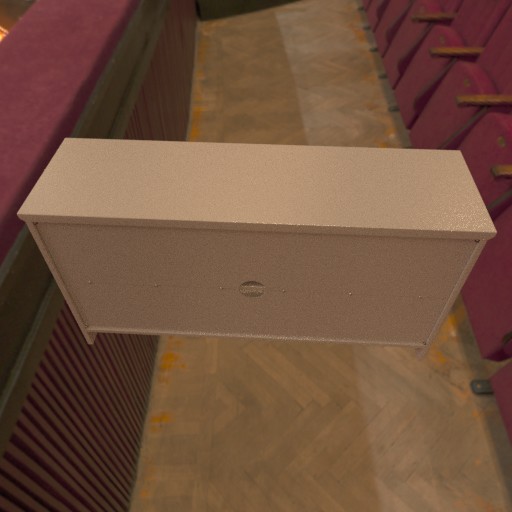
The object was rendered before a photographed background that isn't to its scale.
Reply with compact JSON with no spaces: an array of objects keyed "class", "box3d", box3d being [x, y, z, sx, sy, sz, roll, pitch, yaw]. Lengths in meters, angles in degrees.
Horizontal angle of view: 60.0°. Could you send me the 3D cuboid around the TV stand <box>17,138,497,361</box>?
[{"class":"TV stand","box3d":[0.000,0.000,1.412,1.167,0.603,0.344,2,47,2]}]
